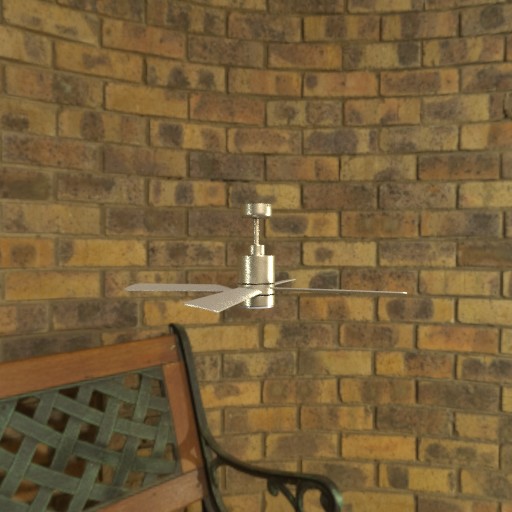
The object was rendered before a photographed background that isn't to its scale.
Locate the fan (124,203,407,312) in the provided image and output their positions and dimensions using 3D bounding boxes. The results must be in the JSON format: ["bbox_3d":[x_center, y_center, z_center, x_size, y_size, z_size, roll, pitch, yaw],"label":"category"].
[{"bbox_3d":[0.000,0.000,2.362,1.525,0.539,1.525,0,1,17],"label":"fan"}]
